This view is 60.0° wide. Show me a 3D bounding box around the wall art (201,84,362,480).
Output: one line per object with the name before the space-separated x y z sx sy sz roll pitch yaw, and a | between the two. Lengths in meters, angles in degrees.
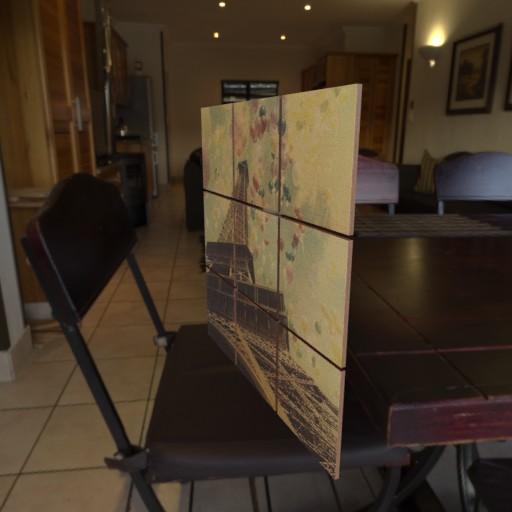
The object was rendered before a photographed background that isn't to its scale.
wall art | 0.000 0.000 1.871 0.017 1.246 1.256 -7 17 -25
